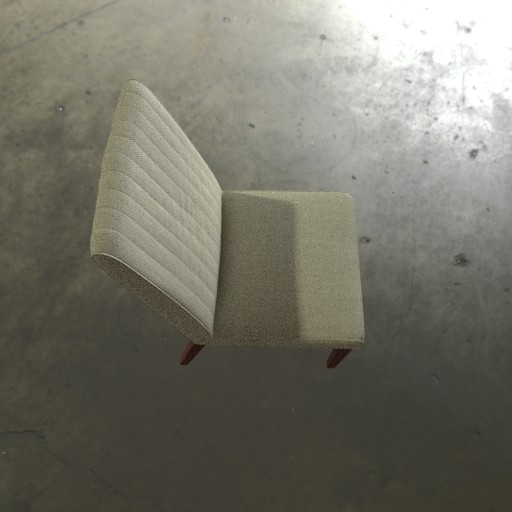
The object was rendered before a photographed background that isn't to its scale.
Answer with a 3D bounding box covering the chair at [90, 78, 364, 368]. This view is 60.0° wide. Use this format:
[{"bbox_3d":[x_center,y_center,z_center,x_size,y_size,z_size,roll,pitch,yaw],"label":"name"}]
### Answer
[{"bbox_3d":[0.000,0.000,1.247,0.594,0.900,0.480,1,65,1],"label":"chair"}]
